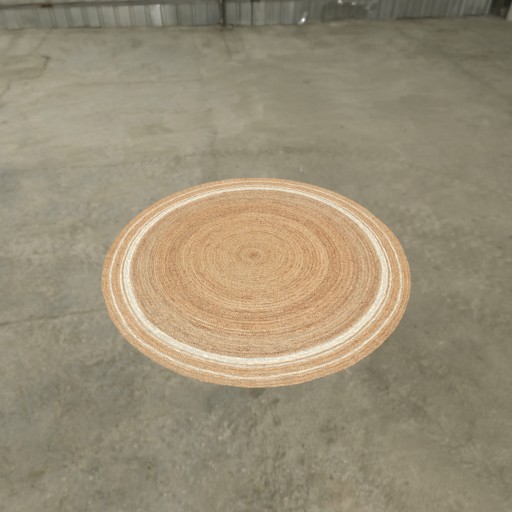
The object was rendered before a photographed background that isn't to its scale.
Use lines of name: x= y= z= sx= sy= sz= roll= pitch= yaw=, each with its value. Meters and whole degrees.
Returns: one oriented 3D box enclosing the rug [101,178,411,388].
rug: x=0.000 y=0.000 z=3.625 sx=2.444 sy=0.015 sz=2.444 roll=0 pitch=41 yaw=0
